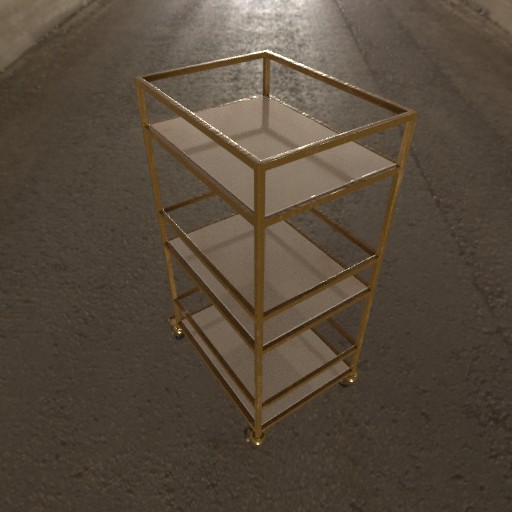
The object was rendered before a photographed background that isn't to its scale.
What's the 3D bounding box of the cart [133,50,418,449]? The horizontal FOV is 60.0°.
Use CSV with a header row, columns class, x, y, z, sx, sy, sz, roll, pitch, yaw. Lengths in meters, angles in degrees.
class,x,y,z,sx,sy,sz,roll,pitch,yaw
cart,0.000,0.000,1.016,0.332,0.761,0.483,-24,46,-26
